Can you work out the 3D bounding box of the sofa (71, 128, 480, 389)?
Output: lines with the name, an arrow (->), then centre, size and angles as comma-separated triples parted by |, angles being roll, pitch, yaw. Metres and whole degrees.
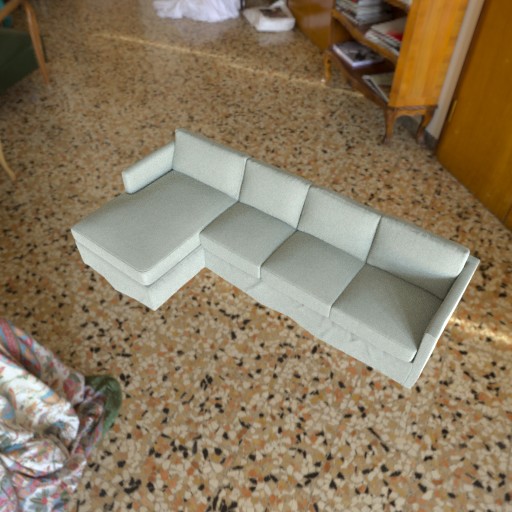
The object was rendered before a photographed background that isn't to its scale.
sofa -> 0.000, 0.000, 3.885 | 3.205, 0.922, 1.650 | 29, 52, 25
